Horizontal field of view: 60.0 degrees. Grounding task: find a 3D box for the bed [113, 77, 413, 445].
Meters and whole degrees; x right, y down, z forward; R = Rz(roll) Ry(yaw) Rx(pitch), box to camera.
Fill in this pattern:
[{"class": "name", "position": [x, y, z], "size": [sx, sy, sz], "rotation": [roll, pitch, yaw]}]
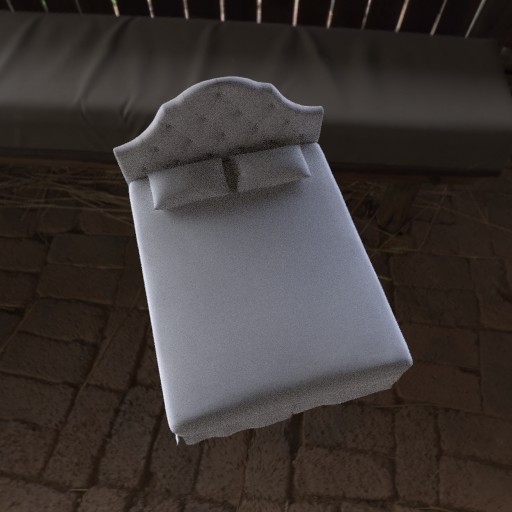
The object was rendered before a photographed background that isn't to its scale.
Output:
[{"class": "bed", "position": [0.000, 0.000, 3.731], "size": [2.039, 1.617, 2.477], "rotation": [-14, 64, -7]}]
